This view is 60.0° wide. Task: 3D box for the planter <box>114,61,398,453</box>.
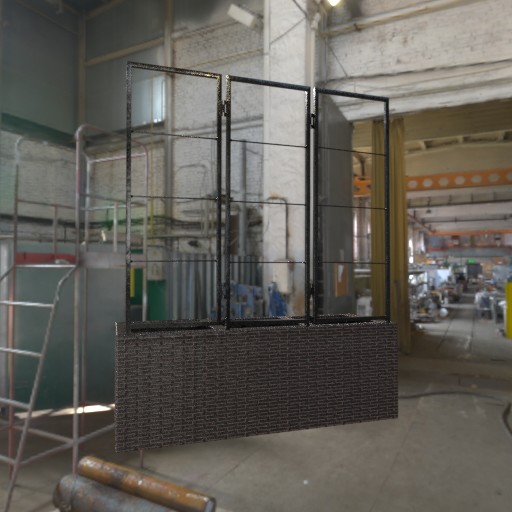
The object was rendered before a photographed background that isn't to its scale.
[{"bbox_3d":[0.000,0.000,1.162,0.699,0.841,0.244,1,-2,-18],"label":"planter"}]
